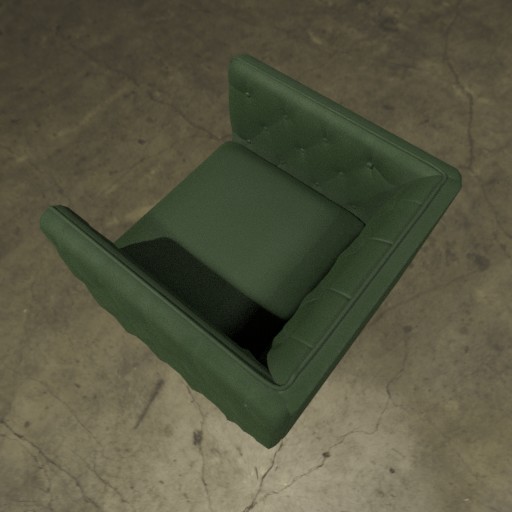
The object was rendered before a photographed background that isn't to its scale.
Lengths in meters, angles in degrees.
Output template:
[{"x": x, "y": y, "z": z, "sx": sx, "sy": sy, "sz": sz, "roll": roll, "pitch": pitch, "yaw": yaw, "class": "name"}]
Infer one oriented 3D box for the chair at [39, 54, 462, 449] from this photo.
[{"x": 0.000, "y": 0.000, "z": 1.530, "sx": 0.855, "sy": 0.768, "sz": 0.917, "roll": 36, "pitch": 68, "yaw": 17, "class": "chair"}]
